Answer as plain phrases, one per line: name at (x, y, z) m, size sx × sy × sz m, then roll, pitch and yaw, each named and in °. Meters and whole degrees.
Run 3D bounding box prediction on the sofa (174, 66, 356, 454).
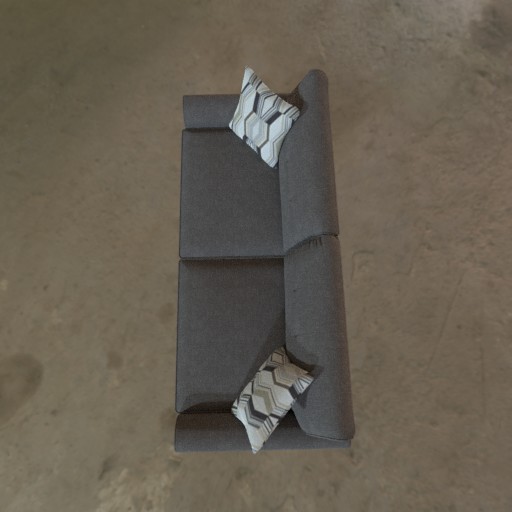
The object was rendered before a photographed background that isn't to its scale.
sofa at (0.000, 0.000, 2.523) m, size 0.889 × 0.813 × 2.032 m, roll -1°, pitch 74°, yaw 0°
